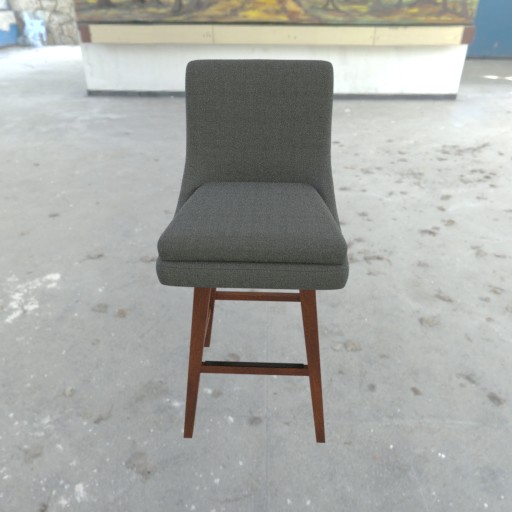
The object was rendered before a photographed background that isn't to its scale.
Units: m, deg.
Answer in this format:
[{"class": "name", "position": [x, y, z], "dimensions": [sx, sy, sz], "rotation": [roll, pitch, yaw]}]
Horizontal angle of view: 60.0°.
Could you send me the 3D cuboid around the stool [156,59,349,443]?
[{"class": "stool", "position": [0.000, 0.000, 1.263], "dimensions": [0.447, 0.977, 0.524], "rotation": [1, 31, 2]}]
